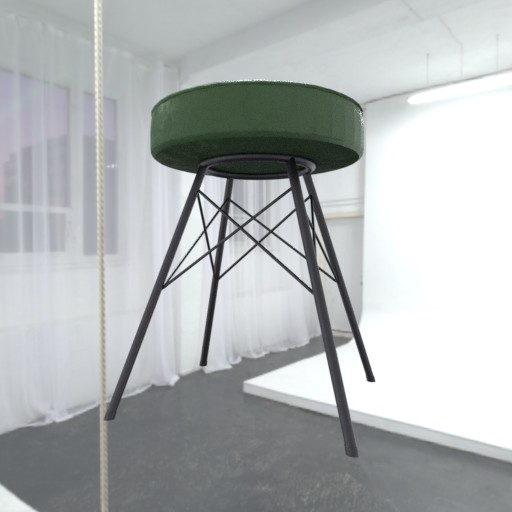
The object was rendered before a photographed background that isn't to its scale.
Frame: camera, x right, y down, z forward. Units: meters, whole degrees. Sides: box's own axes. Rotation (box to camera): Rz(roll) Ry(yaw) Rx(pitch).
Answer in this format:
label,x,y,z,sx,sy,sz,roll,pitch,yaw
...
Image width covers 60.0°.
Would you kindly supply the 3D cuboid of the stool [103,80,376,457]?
label,x,y,z,sx,sy,sz,roll,pitch,yaw
stool,0.000,0.000,0.918,0.457,0.595,0.430,0,1,19
